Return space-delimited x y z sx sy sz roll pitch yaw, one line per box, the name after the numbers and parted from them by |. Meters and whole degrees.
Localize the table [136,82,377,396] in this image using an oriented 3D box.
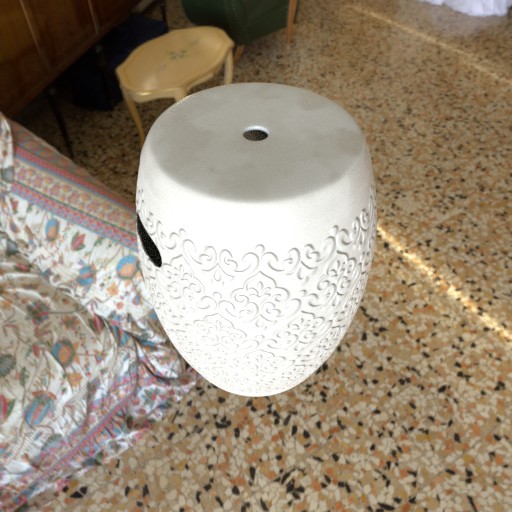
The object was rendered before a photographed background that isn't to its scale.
0.000 0.000 0.620 0.309 0.397 0.309 0 48 0 | table
